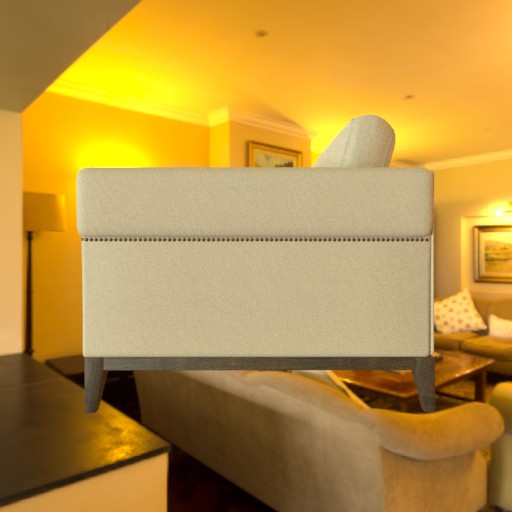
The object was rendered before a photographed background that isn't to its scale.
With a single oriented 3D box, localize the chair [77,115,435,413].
[{"bbox_3d":[0.000,0.000,1.621,0.959,0.838,0.914,0,0,0],"label":"chair"}]
